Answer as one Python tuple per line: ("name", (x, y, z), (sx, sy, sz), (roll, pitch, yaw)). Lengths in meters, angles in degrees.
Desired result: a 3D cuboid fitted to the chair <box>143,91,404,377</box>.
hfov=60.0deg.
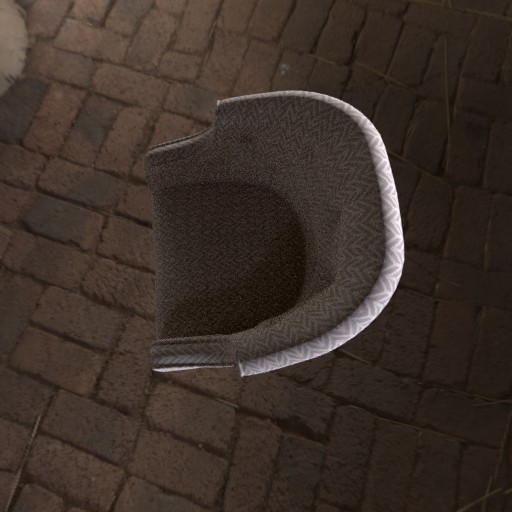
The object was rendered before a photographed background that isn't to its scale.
("chair", (0.000, 0.000, 1.318), (0.613, 0.858, 0.686), (-5, 74, -1))
